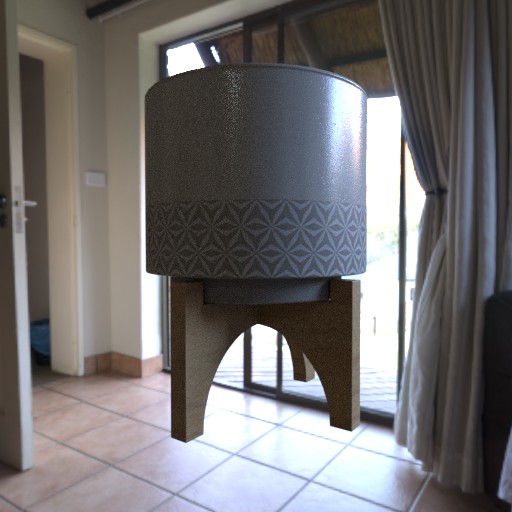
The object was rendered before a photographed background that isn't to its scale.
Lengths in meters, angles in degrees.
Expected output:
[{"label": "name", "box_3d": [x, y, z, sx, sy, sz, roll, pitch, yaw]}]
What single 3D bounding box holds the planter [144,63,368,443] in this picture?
[{"label": "planter", "box_3d": [0.000, 0.000, 0.513, 0.249, 0.343, 0.249, 0, 2, 0]}]
